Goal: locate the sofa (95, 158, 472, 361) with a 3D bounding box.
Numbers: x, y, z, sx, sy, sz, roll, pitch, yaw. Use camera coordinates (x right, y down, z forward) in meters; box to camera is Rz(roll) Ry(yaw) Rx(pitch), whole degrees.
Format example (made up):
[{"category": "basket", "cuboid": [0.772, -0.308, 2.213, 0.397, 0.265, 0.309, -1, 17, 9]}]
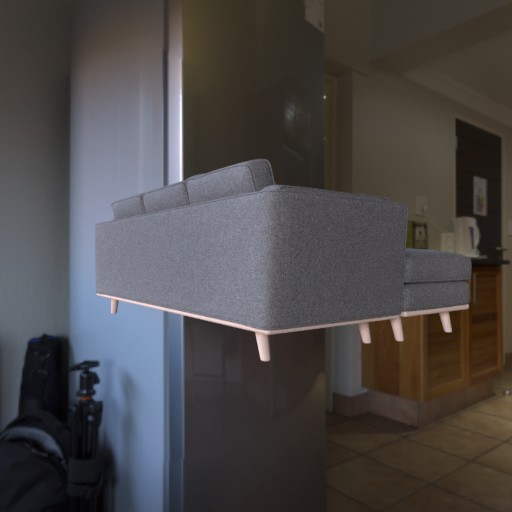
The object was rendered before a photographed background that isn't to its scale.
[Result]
[{"category": "sofa", "cuboid": [0.000, 0.000, 3.170, 1.604, 0.929, 2.411, 0, 0, -36]}]
